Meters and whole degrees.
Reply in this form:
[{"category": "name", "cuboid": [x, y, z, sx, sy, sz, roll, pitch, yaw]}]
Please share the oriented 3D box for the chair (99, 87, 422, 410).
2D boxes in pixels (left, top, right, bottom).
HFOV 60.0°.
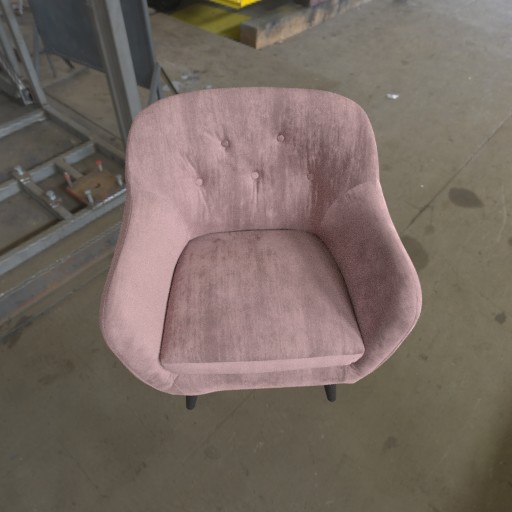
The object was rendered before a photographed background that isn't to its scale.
[{"category": "chair", "cuboid": [0.000, 0.000, 1.498, 0.840, 0.820, 0.820, -2, 48, -2]}]
